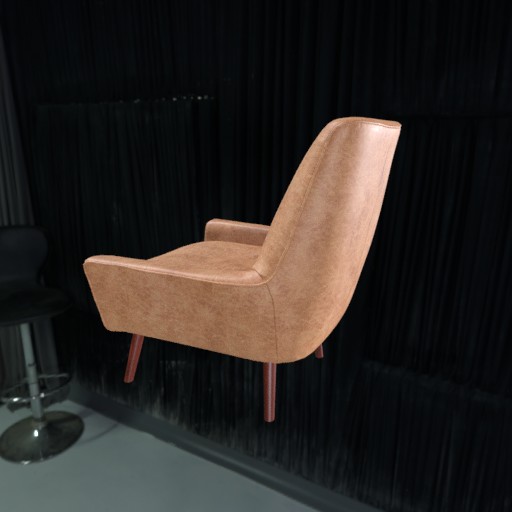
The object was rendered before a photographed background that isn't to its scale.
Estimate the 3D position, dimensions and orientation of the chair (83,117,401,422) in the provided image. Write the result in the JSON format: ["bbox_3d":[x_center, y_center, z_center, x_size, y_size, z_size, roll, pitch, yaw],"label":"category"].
[{"bbox_3d":[0.000,0.000,1.499,0.851,0.883,0.753,8,18,27],"label":"chair"}]
